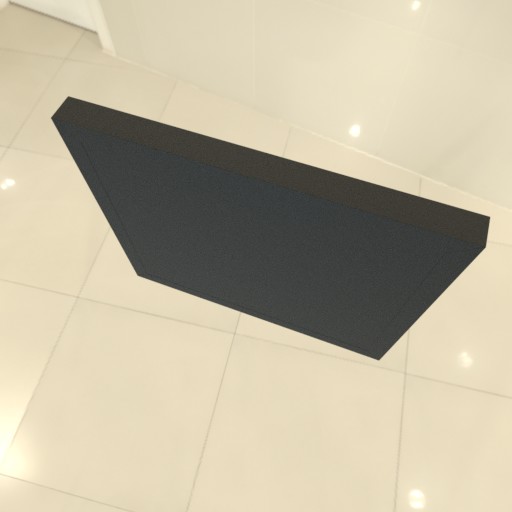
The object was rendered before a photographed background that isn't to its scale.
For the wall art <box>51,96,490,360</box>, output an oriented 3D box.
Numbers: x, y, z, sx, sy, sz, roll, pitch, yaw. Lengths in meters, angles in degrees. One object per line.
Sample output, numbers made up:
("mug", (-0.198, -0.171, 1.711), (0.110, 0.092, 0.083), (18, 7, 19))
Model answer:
("wall art", (0.000, 0.000, 0.518), (0.381, 0.330, 0.029), (18, 64, 9))
